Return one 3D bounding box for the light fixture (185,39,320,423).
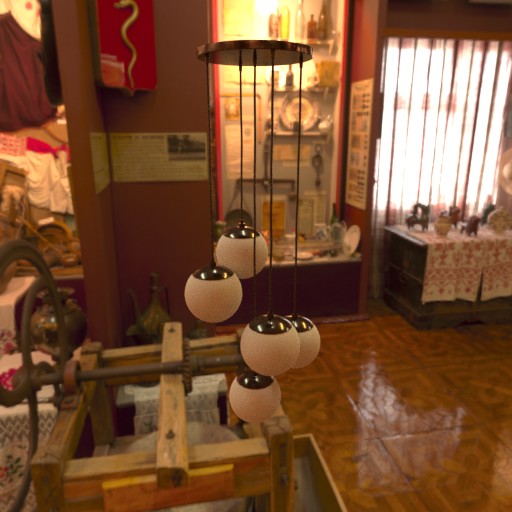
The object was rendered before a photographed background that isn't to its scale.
[{"bbox_3d":[0.000,0.000,1.492,0.484,1.271,0.489,-2,16,-9],"label":"light fixture"}]
